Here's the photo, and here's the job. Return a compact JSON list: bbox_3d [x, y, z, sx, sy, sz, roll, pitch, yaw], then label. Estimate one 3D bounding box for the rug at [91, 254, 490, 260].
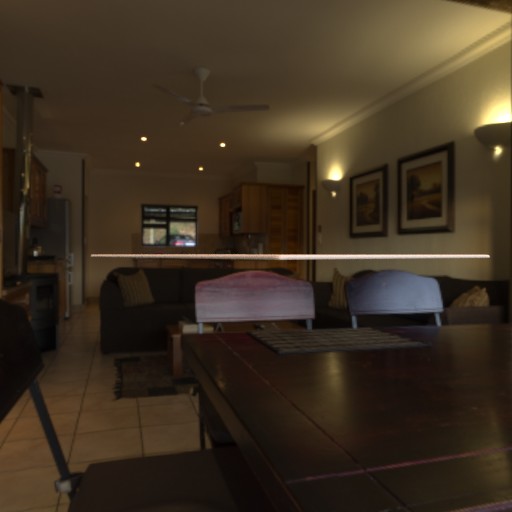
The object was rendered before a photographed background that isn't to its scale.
[{"bbox_3d":[0.000,0.000,2.101,1.067,0.013,1.676,0,0,-36],"label":"rug"}]
